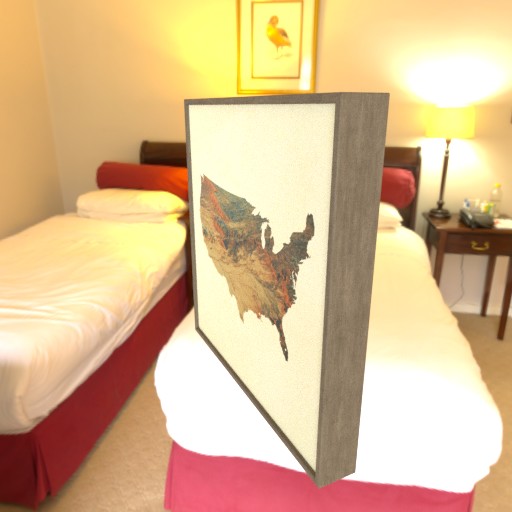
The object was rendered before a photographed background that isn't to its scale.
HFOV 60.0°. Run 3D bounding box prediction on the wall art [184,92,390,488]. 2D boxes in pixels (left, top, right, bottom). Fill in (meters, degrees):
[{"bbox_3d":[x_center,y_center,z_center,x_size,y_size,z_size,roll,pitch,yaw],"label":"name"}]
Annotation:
[{"bbox_3d":[0.000,0.000,0.447,0.038,0.302,0.303,-9,21,-25],"label":"wall art"}]
